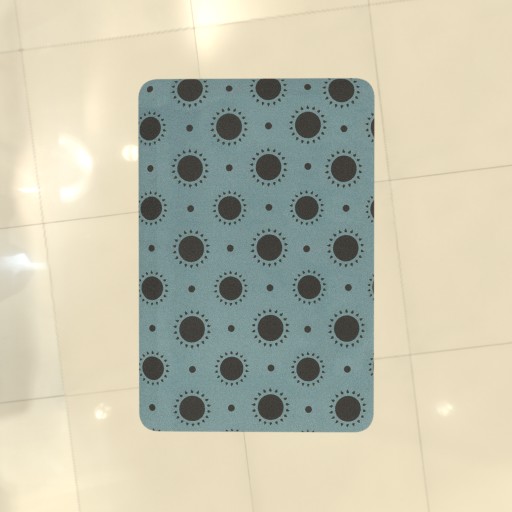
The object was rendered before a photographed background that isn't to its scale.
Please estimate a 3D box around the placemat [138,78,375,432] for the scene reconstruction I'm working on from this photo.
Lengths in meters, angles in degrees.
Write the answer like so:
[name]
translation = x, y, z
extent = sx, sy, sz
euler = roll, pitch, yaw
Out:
[placemat]
translation = 0.000, 0.000, 0.949
extent = 0.508, 0.021, 0.762
euler = 0, 91, 1
